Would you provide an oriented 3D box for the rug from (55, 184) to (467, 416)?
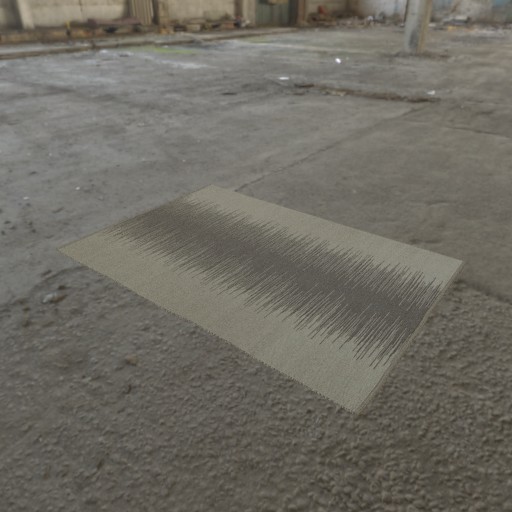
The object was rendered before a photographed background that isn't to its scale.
[{"bbox_3d":[0.000,0.000,2.336,1.815,0.007,1.226,21,36,32],"label":"rug"}]
